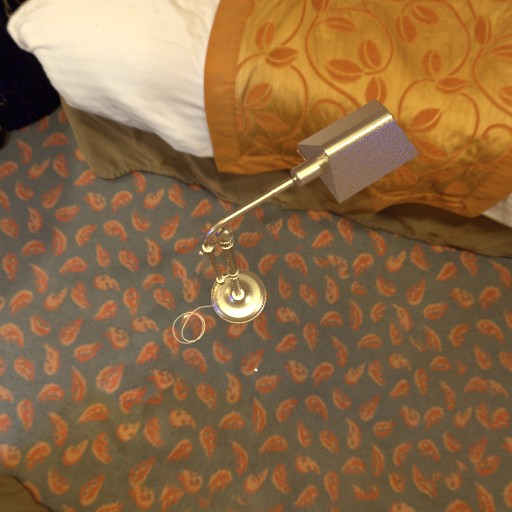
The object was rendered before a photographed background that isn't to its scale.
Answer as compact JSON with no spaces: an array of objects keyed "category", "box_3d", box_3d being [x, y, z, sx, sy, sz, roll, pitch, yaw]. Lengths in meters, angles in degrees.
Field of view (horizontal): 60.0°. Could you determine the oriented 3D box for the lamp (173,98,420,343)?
[{"category":"lamp","box_3d":[0.000,0.000,0.955,0.546,0.708,0.159,-31,78,-8]}]
